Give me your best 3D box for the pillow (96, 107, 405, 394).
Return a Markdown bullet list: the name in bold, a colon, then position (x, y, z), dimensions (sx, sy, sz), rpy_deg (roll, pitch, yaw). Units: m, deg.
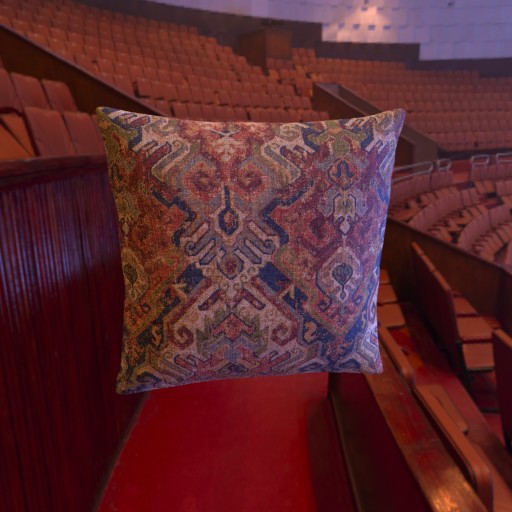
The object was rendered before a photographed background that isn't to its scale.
- **pillow**: position (0.000, 0.000, 0.794), dimensions (0.523, 0.506, 0.166), rpy_deg (-2, 16, -8)
